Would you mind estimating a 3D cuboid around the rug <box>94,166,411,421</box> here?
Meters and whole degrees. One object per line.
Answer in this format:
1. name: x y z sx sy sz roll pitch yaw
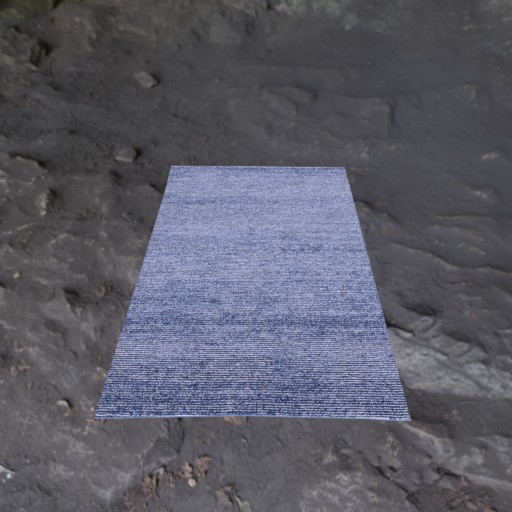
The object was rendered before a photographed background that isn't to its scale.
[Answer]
1. rug: 0.000 0.000 2.255 1.145 0.021 1.777 1 42 1
